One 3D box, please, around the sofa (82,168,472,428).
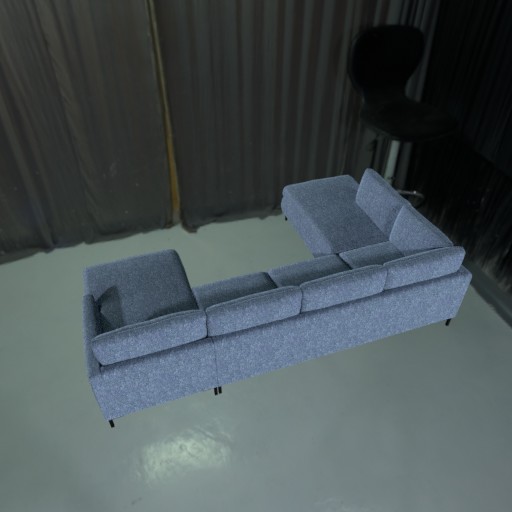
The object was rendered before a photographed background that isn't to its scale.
[{"bbox_3d":[0.000,0.000,3.652,2.737,0.756,1.879,-13,41,-15],"label":"sofa"}]
